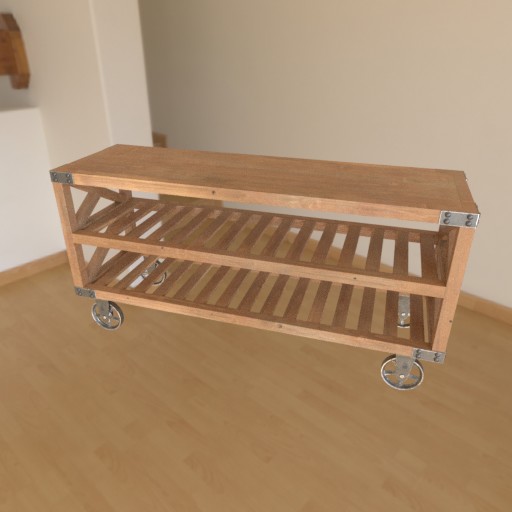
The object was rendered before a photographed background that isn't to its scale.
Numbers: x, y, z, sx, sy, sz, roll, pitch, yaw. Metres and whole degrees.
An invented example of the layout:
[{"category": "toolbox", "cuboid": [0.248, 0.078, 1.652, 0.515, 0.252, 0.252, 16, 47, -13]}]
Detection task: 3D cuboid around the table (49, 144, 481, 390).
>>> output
[{"category": "table", "cuboid": [0.000, 0.000, 1.810, 1.487, 0.711, 0.467, 8, 28, 15]}]
